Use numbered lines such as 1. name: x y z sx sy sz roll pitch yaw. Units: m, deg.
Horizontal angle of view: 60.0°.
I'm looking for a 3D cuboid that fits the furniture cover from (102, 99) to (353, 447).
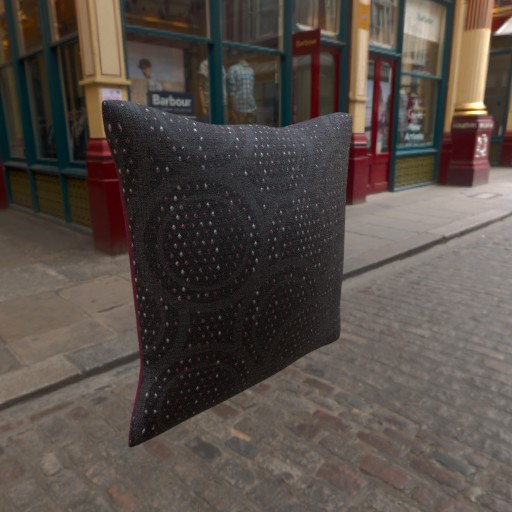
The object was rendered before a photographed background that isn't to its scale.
1. furniture cover: 0.000 0.000 0.801 0.552 0.509 0.193 -15 21 -43
